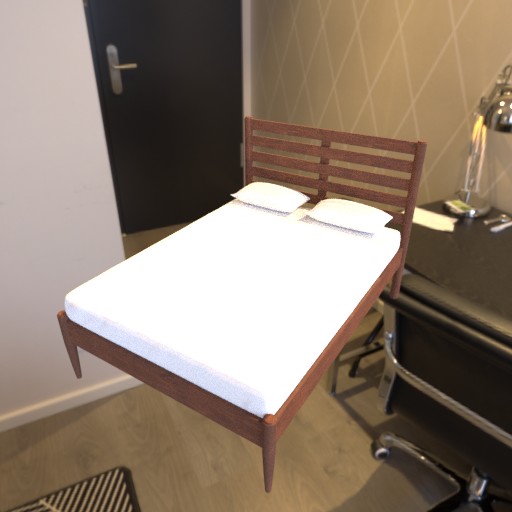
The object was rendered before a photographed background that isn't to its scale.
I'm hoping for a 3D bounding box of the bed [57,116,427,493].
[{"bbox_3d":[0.000,0.000,2.982,1.509,1.304,2.093,17,34,28],"label":"bed"}]
